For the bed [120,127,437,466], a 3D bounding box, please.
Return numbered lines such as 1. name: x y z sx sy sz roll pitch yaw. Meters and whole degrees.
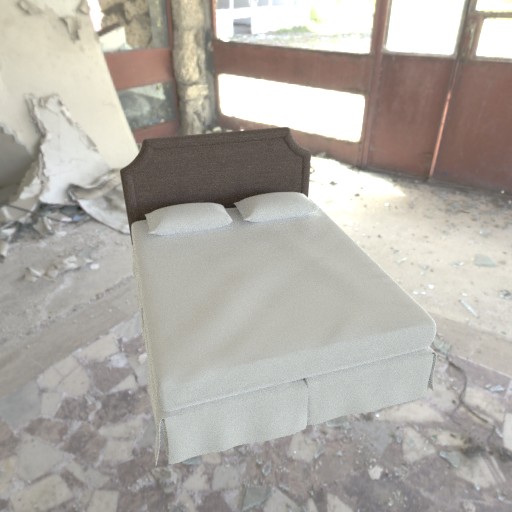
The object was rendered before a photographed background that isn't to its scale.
1. bed: 0.000 0.000 4.163 2.350 1.590 2.773 -9 33 -15
